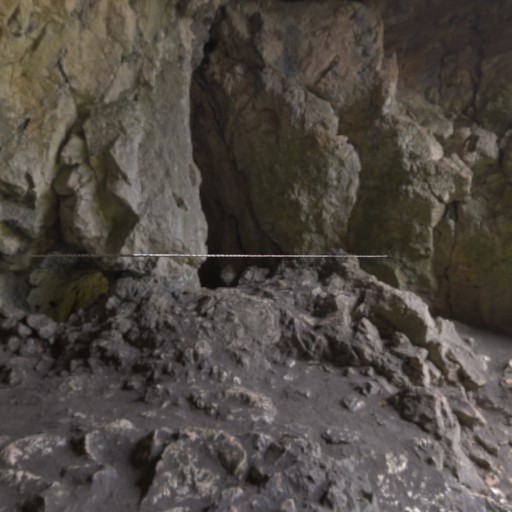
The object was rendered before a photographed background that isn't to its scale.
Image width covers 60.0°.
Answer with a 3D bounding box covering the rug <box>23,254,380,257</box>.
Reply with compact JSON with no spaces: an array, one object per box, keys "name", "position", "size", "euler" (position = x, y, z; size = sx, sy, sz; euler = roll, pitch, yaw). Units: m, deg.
[{"name":"rug","position":[0.000,0.000,2.712],"size":[0.771,0.009,2.443],"euler":[0,0,36]}]
